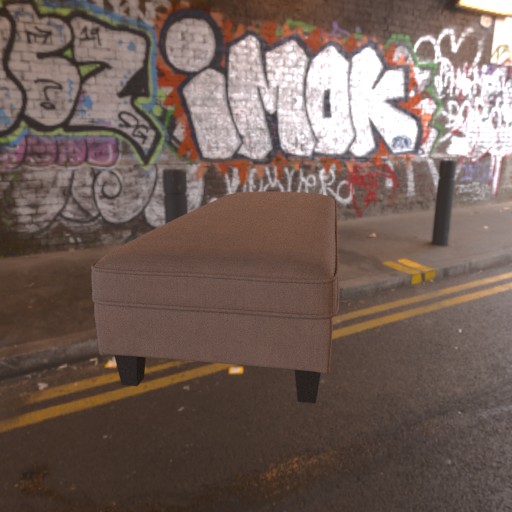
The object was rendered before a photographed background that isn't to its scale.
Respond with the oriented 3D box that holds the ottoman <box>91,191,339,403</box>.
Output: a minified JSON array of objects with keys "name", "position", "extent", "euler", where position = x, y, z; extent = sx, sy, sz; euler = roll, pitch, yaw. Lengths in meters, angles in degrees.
[{"name":"ottoman","position":[0.000,0.000,2.082],"extent":[0.751,0.470,1.764],"euler":[2,15,10]}]
